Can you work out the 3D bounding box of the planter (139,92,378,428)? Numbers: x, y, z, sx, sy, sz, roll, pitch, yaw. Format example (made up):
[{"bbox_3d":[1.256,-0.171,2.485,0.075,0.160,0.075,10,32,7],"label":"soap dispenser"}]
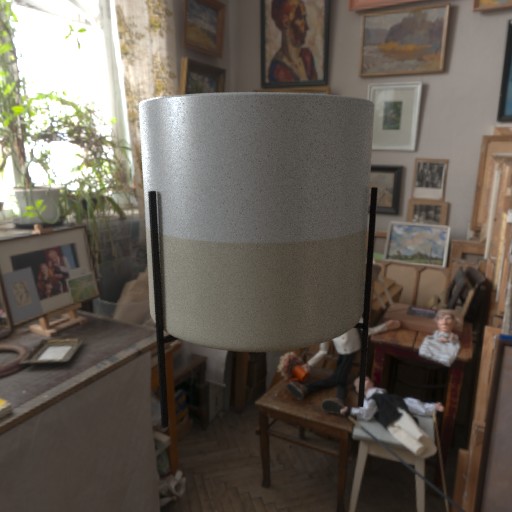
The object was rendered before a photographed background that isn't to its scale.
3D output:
[{"bbox_3d":[0.000,0.000,0.750,0.359,0.484,0.368,-3,14,-10],"label":"planter"}]
